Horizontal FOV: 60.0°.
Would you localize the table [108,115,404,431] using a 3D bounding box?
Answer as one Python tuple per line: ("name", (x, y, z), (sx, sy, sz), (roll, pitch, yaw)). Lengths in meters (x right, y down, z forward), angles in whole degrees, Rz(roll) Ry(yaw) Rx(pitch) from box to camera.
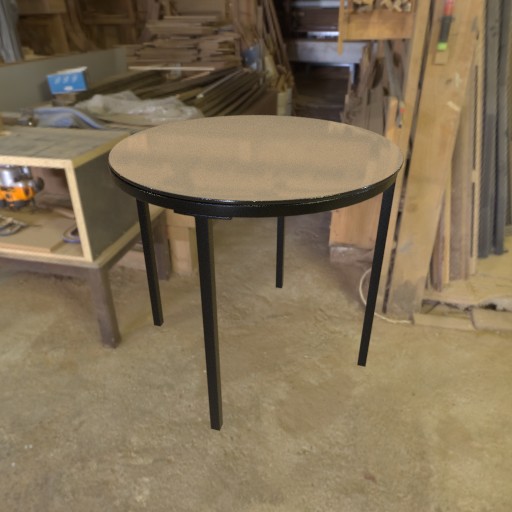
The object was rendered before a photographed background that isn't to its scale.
("table", (0.000, 0.000, 0.887), (0.499, 0.443, 0.499), (0, 30, 0))
